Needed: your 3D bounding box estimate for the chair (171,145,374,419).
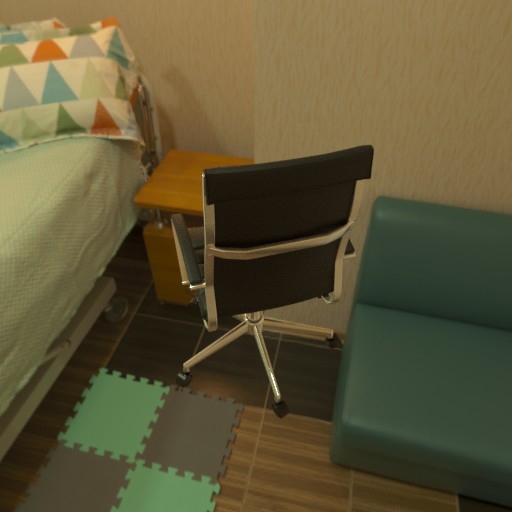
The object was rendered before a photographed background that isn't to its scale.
[{"bbox_3d":[0.000,0.000,1.674,0.766,1.149,0.739,-11,42,-12],"label":"chair"}]
